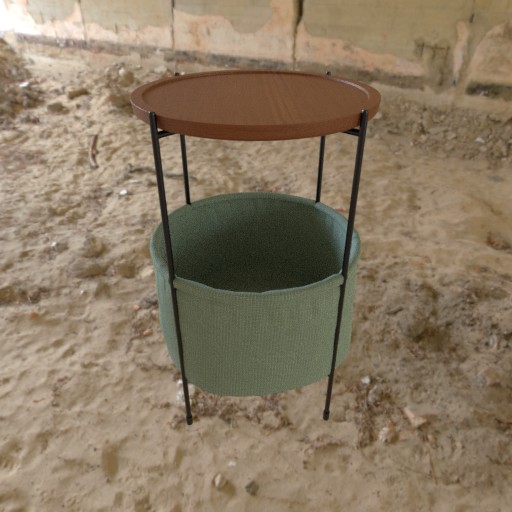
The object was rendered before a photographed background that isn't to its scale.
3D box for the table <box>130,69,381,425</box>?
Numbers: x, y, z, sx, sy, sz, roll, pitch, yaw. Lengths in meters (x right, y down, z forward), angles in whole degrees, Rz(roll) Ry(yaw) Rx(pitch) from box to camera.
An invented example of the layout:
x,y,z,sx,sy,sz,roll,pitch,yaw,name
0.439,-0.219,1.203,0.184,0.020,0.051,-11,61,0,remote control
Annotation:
x,y,z,sx,sy,sz,roll,pitch,yaw,name
0.000,0.000,0.863,0.400,0.623,0.400,-1,32,-2,table
